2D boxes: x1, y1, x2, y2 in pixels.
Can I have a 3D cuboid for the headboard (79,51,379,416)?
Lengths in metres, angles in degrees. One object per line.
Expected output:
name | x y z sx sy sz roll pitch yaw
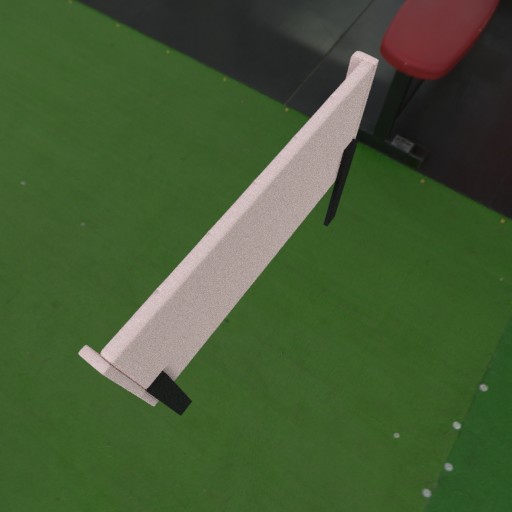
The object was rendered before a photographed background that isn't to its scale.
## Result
headboard | 0.000 0.000 2.696 0.184 1.524 2.051 34 69 15
